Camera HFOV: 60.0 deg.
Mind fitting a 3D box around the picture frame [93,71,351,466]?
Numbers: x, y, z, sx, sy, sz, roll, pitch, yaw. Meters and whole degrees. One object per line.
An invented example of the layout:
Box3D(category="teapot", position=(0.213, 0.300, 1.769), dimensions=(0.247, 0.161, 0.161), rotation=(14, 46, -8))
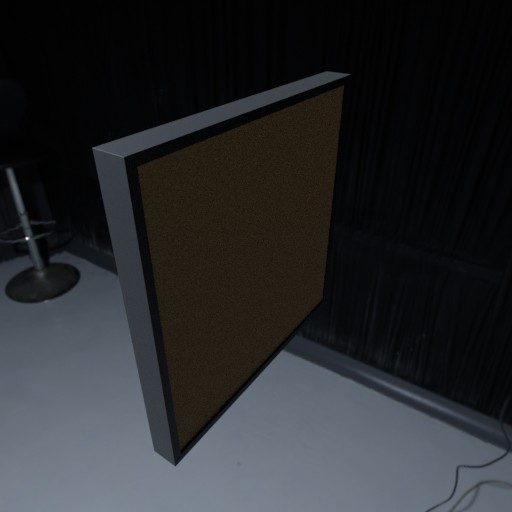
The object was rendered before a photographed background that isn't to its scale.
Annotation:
Box3D(category="picture frame", position=(0.000, 0.000, 0.468), dimensions=(0.030, 0.317, 0.317), rotation=(21, 38, 29))
